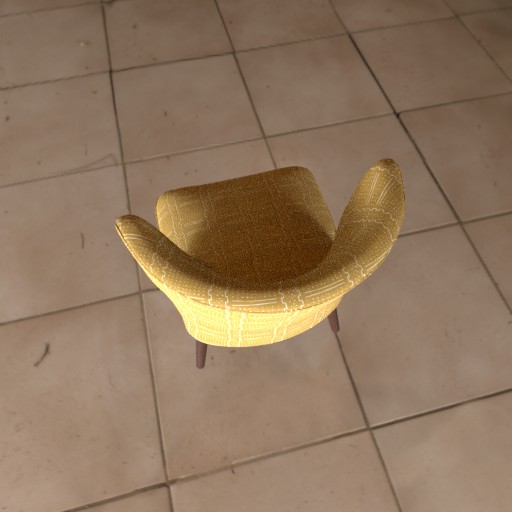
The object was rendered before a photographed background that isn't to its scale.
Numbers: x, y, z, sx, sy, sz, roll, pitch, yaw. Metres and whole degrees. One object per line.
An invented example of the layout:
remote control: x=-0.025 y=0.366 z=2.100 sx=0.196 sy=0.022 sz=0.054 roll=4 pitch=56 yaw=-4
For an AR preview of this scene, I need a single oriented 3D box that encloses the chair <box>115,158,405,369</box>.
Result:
chair: x=0.000 y=0.000 z=1.435 sx=0.706 sy=0.866 sz=0.758 roll=-13 pitch=61 yaw=-8
